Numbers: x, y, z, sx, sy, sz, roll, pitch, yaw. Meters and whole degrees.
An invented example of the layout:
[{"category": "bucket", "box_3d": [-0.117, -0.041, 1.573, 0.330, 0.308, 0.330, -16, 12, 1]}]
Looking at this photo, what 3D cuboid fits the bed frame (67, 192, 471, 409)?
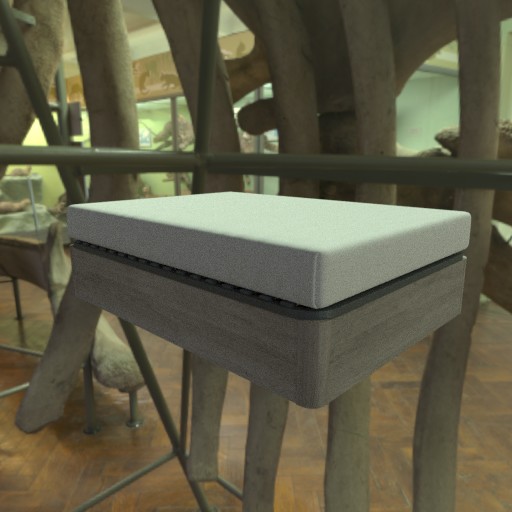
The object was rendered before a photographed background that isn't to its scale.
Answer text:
[{"category": "bed frame", "box_3d": [0.000, 0.000, 2.573, 1.900, 0.561, 1.400, 12, 18, 43]}]
